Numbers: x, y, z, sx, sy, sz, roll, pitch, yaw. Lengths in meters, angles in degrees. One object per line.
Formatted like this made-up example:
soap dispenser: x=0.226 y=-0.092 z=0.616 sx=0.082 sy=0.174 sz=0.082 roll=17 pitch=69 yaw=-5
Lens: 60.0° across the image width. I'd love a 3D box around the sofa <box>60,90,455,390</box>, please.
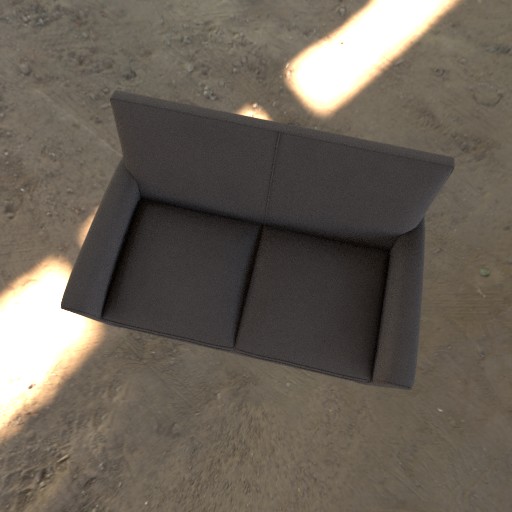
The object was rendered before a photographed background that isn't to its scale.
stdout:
sofa: x=0.000 y=0.000 z=1.991 sx=1.420 sy=0.846 sz=0.871 roll=12 pitch=75 yaw=3
